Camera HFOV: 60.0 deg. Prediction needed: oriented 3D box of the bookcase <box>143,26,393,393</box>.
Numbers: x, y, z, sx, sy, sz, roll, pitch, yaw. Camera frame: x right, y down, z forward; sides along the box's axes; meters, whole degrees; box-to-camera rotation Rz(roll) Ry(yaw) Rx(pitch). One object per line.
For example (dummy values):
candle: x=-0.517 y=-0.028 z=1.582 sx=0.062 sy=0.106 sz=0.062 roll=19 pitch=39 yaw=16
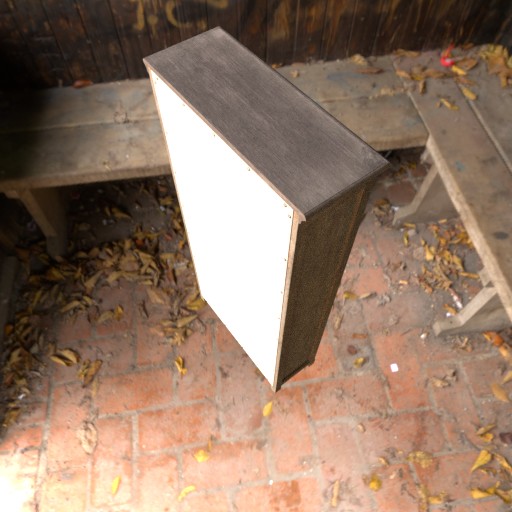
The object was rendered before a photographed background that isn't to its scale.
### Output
bookcase: x=0.000 y=0.000 z=2.254 sx=0.348 sy=1.880 sz=0.906 roll=-33 pitch=64 yaw=-19
